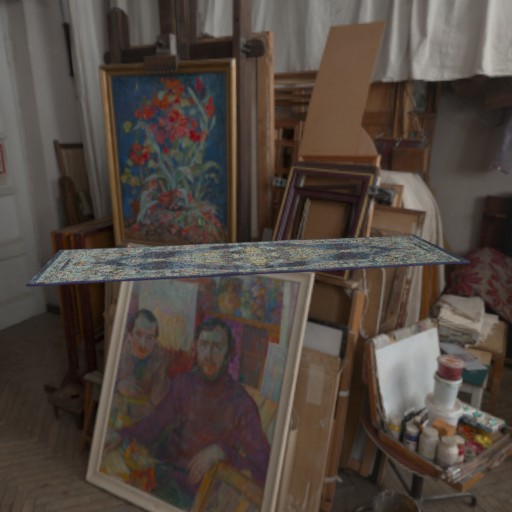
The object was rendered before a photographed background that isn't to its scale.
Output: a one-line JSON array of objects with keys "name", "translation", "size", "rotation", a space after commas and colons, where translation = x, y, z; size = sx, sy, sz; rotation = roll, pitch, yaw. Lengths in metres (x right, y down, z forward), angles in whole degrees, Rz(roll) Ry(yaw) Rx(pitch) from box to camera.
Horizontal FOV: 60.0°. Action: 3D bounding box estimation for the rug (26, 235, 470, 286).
[{"name": "rug", "translation": [0.000, 0.000, 2.530], "size": [2.283, 0.016, 0.602], "rotation": [-3, 17, -9]}]
